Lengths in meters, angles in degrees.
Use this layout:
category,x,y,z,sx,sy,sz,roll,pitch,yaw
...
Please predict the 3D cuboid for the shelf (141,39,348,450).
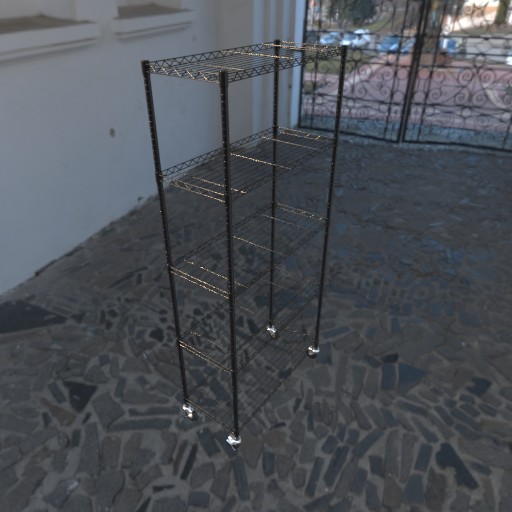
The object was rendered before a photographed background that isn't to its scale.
category,x,y,z,sx,sy,sz,roll,pitch,yaw
shelf,0.000,0.000,1.951,0.356,1.645,0.762,21,37,30
